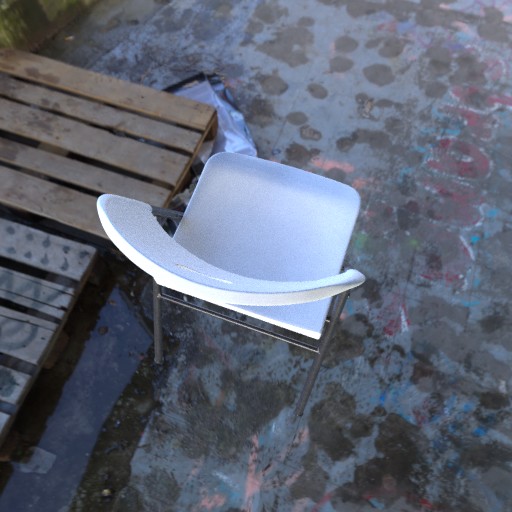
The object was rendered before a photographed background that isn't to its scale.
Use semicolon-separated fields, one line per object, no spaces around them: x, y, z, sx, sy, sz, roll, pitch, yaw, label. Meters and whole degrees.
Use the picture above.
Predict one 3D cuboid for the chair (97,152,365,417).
0.000;0.000;1.125;0.494;0.810;0.566;18;64;9;chair
